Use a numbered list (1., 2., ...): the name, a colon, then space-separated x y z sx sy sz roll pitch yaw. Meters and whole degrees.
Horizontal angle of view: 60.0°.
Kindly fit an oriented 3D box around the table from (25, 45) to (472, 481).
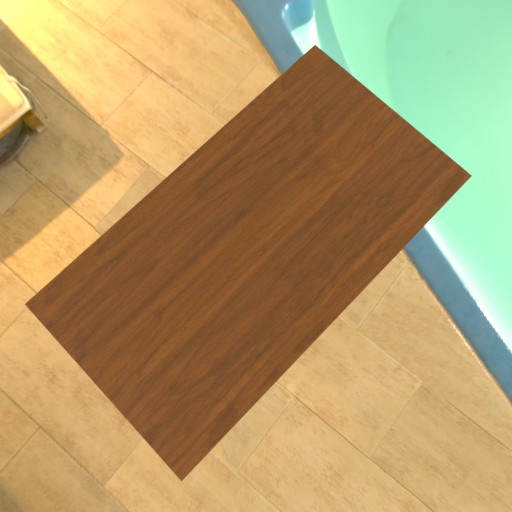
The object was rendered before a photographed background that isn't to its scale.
1. table: 0.000 0.000 1.345 0.574 0.414 1.057 44 81 9
